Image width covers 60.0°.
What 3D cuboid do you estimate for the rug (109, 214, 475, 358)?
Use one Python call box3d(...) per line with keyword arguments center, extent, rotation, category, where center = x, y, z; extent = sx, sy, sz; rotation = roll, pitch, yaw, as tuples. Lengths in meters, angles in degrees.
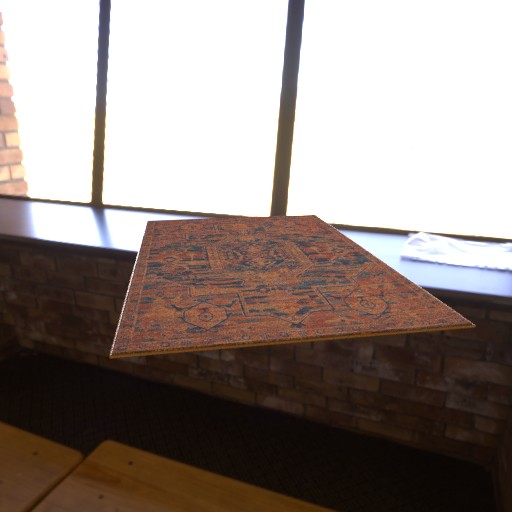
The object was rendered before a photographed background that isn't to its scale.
box3d(center=(0.000, 0.000, 2.170), extent=(1.148, 0.013, 1.758), rotation=(-3, 18, -9), category="rug")
